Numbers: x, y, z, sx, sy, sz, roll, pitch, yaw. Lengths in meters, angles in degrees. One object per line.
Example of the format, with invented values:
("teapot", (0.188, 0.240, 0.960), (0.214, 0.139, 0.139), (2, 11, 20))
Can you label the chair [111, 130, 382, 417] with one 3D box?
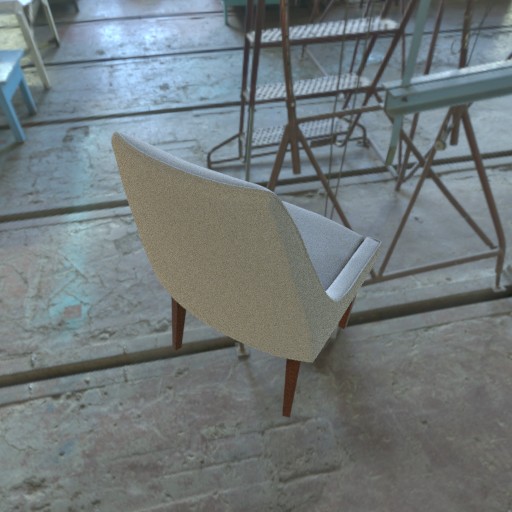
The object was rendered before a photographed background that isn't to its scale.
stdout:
("chair", (0.000, 0.000, 1.189), (0.529, 0.861, 0.544), (25, 51, 22))
